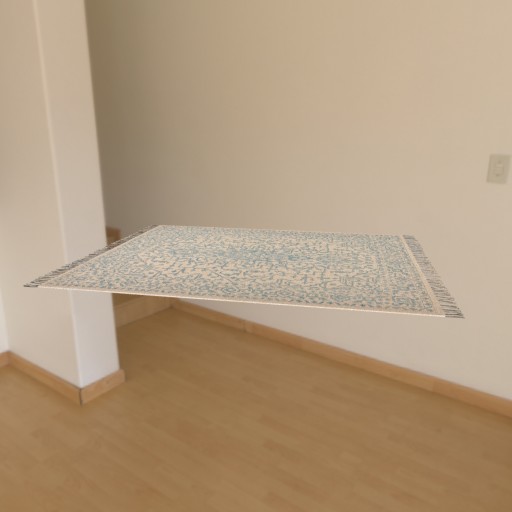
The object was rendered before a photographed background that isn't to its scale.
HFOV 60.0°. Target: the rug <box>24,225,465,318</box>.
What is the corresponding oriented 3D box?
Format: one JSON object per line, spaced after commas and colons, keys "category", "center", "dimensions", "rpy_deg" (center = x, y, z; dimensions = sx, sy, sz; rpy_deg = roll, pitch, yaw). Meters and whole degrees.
{"category": "rug", "center": [0.000, 0.000, 4.372], "dimensions": [3.327, 0.010, 2.464], "rpy_deg": [3, 16, 11]}
